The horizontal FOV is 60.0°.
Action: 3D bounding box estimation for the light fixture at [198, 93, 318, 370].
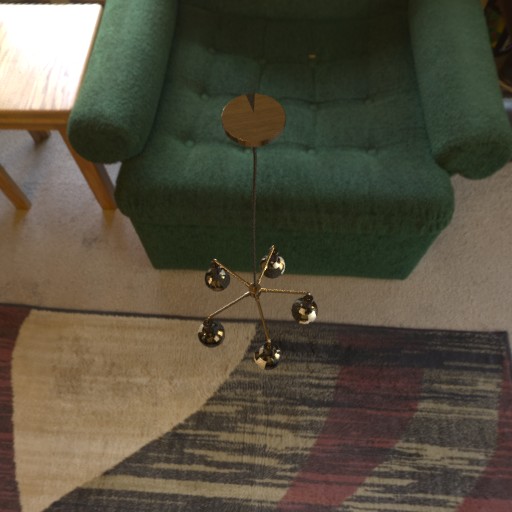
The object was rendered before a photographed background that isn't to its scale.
[{"bbox_3d":[0.000,0.000,1.191,0.438,0.988,0.421,-13,64,-7],"label":"light fixture"}]
